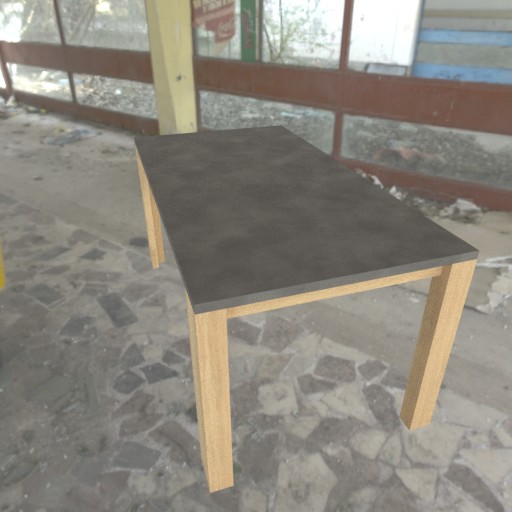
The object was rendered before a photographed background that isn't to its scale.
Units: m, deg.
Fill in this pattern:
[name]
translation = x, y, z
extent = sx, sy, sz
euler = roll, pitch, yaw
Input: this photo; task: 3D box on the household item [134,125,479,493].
[household item]
translation = 0.000, 0.000, 2.031
extent = 0.850, 0.755, 1.600
euler = -9, 31, -16
